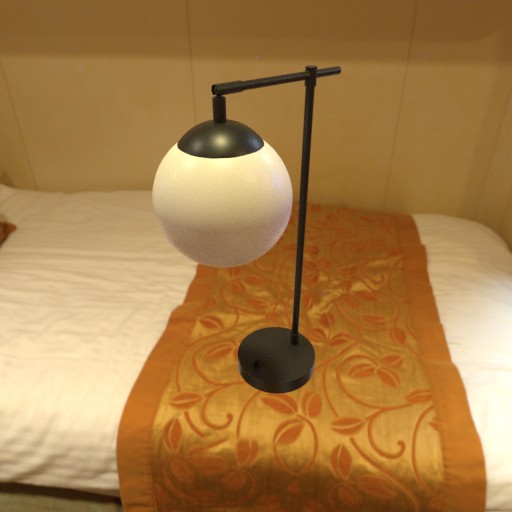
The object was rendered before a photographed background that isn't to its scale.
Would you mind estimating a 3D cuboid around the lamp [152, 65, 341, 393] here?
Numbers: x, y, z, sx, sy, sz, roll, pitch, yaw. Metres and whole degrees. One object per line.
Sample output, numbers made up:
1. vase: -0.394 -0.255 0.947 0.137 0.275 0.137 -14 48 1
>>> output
1. lamp: 0.000 0.000 0.726 0.316 0.559 0.197 -23 39 -32
